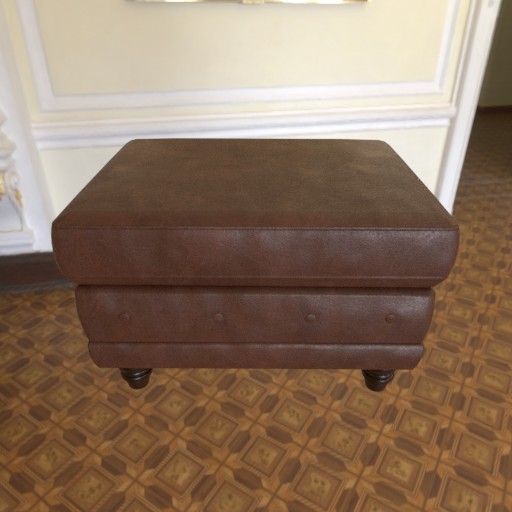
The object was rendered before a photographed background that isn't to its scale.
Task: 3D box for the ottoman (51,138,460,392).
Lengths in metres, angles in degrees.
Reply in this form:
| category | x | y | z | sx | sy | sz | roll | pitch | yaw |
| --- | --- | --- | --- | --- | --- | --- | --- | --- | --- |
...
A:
| category | x | y | z | sx | sy | sz | roll | pitch | yaw |
| --- | --- | --- | --- | --- | --- | --- | --- | --- | --- |
| ottoman | 0.000 | 0.000 | 1.190 | 0.795 | 0.509 | 0.588 | 0 | 30 | 1 |
